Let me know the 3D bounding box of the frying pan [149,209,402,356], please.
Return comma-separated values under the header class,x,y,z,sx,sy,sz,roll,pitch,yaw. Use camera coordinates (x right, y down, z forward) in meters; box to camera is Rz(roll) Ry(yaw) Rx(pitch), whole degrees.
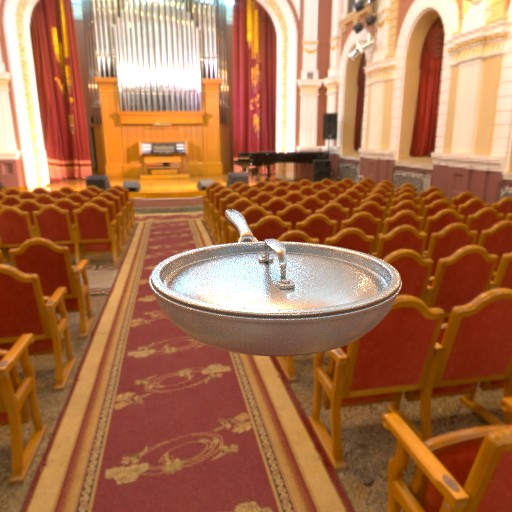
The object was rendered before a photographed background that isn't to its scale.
class,x,y,z,sx,sy,sz,roll,pitch,yaw
frying pan,0.000,0.000,0.601,0.272,0.086,0.490,-3,15,-10
